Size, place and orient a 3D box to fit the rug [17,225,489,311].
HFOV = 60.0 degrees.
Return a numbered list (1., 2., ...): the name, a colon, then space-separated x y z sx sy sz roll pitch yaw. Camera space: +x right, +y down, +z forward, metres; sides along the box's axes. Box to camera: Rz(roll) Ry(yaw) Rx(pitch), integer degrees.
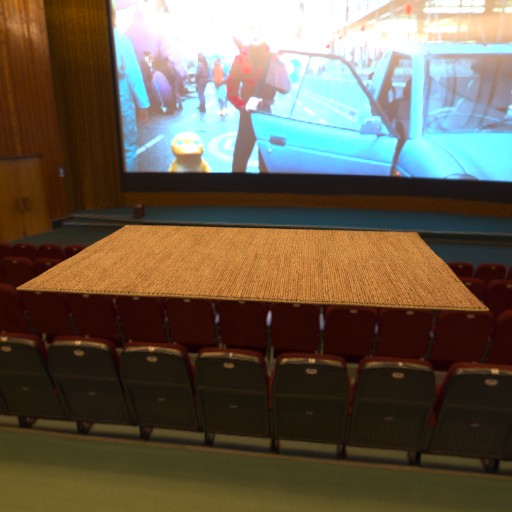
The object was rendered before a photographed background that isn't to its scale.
1. rug: 0.000 0.000 2.981 2.438 0.034 1.521 2 17 6
